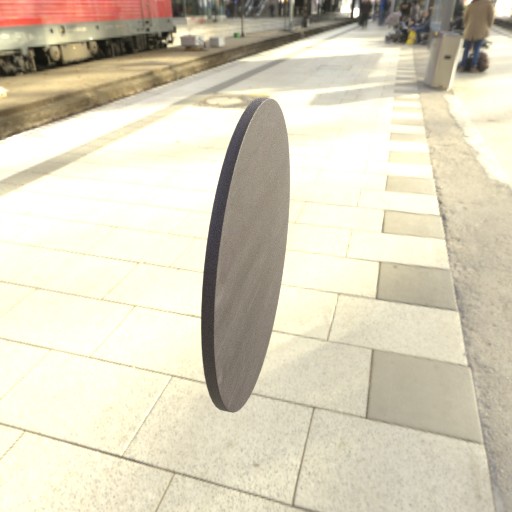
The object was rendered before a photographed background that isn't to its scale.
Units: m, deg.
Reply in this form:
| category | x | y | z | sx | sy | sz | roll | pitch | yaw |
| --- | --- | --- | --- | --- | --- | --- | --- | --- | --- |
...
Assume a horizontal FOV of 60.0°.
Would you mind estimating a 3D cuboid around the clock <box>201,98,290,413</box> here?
| category | x | y | z | sx | sy | sz | roll | pitch | yaw |
| --- | --- | --- | --- | --- | --- | --- | --- | --- | --- |
| clock | 0.000 | 0.000 | 0.885 | 0.029 | 0.595 | 0.595 | 7 | 30 | 12 |
